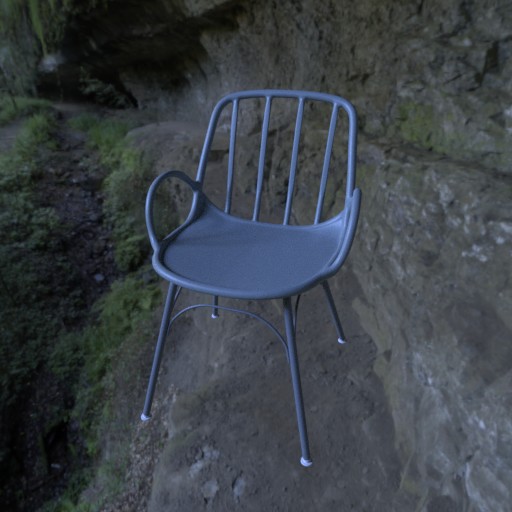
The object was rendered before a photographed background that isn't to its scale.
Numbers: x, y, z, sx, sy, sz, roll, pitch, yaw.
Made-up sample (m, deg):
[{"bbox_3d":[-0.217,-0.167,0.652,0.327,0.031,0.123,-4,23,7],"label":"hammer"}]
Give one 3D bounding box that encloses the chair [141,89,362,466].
[{"bbox_3d":[0.000,0.000,1.239,0.549,0.816,0.597,9,28,16],"label":"chair"}]
